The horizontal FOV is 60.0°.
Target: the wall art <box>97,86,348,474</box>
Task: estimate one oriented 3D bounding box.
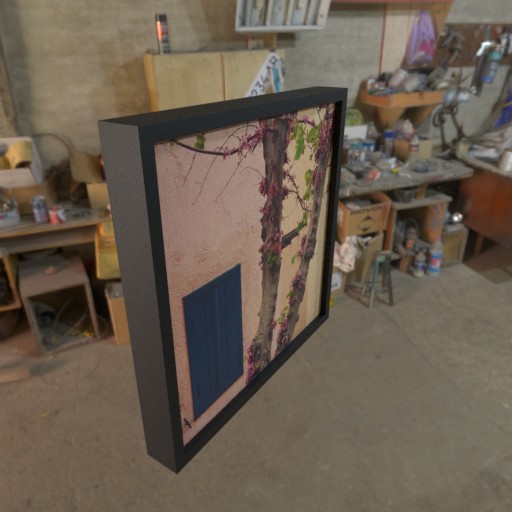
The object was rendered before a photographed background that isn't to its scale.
[{"bbox_3d":[0.000,0.000,0.454,0.038,0.304,0.305,17,30,31],"label":"wall art"}]
